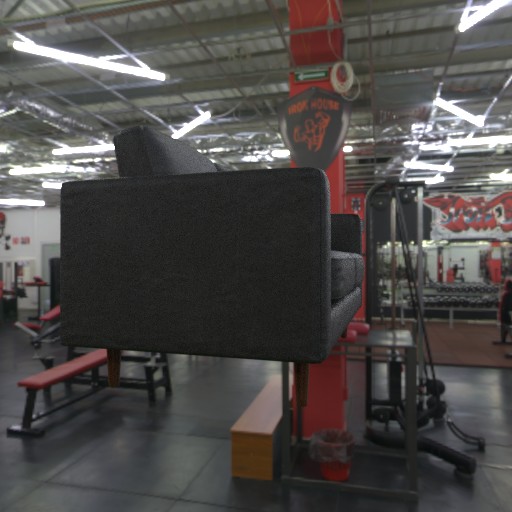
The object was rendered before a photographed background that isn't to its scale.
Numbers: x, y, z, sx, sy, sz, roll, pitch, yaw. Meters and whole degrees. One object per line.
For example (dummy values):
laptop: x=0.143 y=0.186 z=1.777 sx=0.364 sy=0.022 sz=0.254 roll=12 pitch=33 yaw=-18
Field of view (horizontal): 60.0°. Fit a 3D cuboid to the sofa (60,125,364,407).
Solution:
sofa: x=0.000 y=0.000 z=1.974 sx=0.879 sy=0.899 sz=1.430 roll=0 pitch=0 yaw=17
